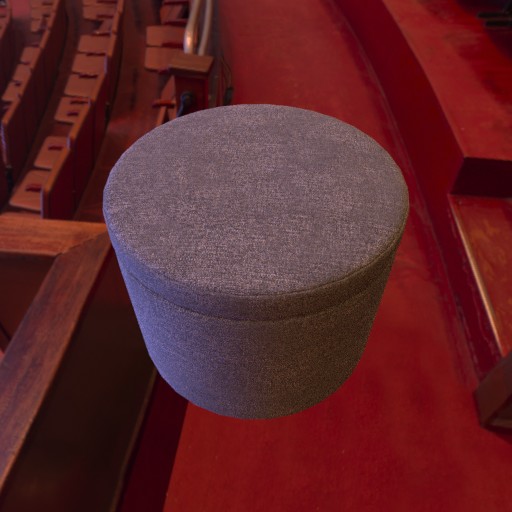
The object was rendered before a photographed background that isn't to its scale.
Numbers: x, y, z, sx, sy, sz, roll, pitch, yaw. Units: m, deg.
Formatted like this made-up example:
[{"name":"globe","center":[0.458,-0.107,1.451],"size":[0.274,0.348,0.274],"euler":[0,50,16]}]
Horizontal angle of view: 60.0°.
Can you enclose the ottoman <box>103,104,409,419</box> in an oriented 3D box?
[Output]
[{"name":"ottoman","center":[0.000,0.000,0.871],"size":[0.500,0.419,0.500],"euler":[0,47,0]}]
